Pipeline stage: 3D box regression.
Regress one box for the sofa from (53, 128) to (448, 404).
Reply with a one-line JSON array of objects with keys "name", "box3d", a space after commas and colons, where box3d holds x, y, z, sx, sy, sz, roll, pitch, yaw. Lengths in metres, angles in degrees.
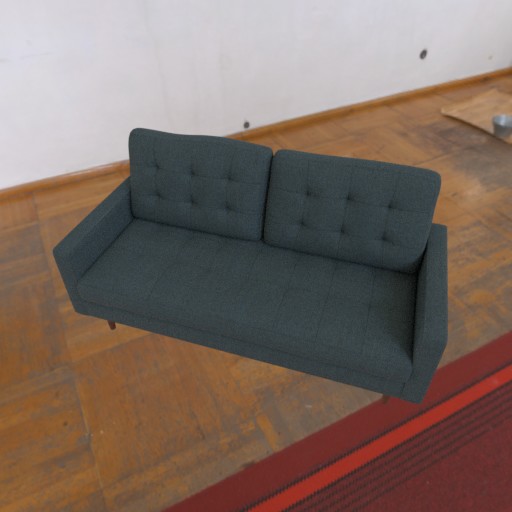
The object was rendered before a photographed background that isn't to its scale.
[{"name": "sofa", "box3d": [0.000, 0.000, 2.525, 2.010, 1.050, 0.966, 12, 42, 14]}]
